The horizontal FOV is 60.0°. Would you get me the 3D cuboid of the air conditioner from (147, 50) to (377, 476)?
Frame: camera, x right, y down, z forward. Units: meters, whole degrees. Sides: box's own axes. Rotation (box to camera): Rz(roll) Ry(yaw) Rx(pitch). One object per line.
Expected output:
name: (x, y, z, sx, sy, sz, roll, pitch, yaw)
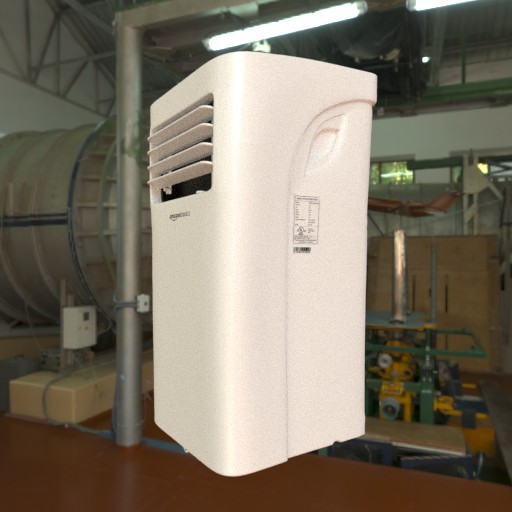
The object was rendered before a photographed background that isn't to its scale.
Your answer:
air conditioner: (0.000, 0.000, 0.896, 0.369, 0.716, 0.352, 0, 0, -35)
